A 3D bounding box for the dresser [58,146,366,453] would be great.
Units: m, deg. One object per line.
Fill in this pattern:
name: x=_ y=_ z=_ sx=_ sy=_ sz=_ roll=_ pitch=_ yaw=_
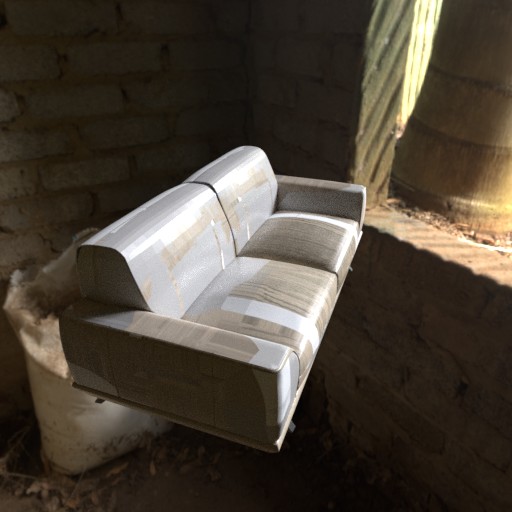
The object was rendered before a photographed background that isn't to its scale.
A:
dresser: x=0.000 y=0.000 z=5.747 sx=2.251 sy=1.863 sz=4.679 roll=10 pitch=30 yaw=18
